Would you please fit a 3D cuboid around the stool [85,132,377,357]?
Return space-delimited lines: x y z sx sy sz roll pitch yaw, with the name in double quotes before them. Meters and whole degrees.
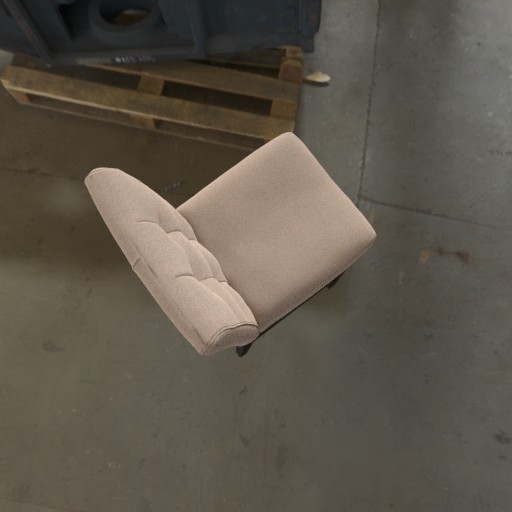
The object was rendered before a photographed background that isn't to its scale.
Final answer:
"stool" 0.000 0.000 1.316 0.548 1.047 0.411 -35 78 -9
